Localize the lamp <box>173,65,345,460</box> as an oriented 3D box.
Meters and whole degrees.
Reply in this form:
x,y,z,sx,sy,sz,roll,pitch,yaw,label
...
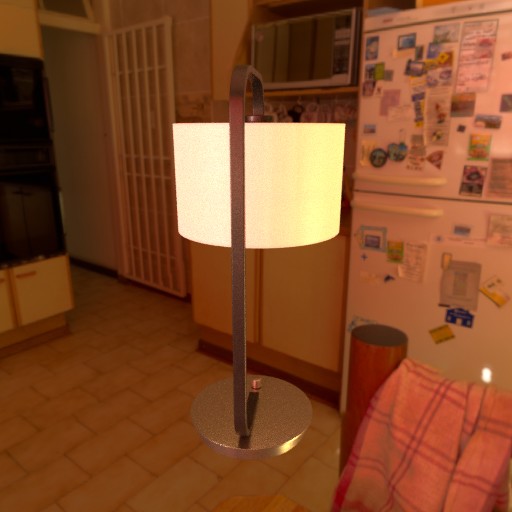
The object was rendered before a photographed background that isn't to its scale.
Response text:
x,y,z,sx,sy,sz,roll,pitch,yaw,label
0.000,0.000,0.622,0.230,0.473,0.288,2,16,7,lamp
